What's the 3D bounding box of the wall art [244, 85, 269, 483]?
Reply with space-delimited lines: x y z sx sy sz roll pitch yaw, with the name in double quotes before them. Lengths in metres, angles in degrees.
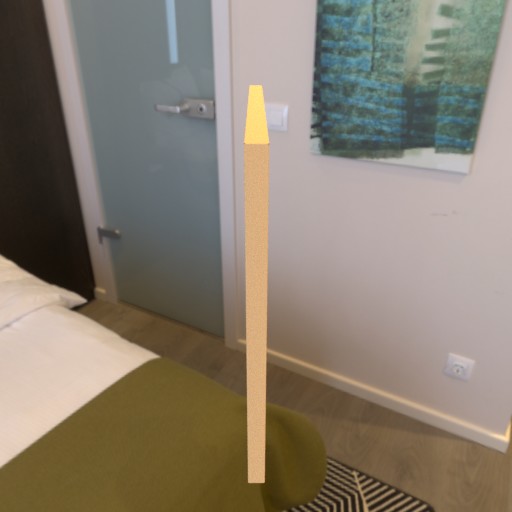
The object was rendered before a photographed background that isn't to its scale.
"wall art" 0.000 0.000 1.165 0.037 0.761 0.761 0 27 0
